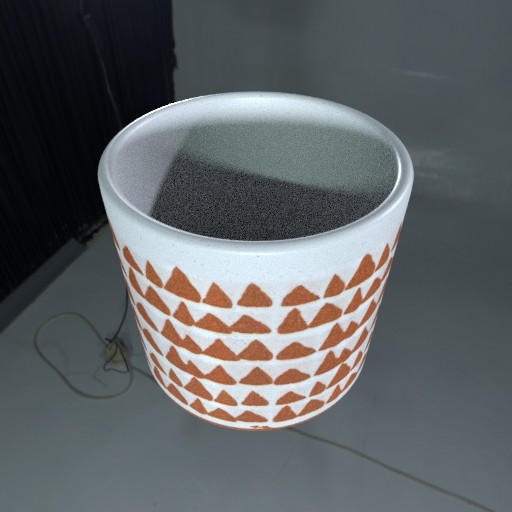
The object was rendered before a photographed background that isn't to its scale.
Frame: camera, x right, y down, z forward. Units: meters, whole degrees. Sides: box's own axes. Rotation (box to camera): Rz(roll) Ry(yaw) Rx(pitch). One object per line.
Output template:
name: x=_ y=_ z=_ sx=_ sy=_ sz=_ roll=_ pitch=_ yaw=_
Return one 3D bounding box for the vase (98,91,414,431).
vase: x=0.000 y=0.000 z=0.239 sx=0.137 sy=0.127 sz=0.137 roll=0 pitch=41 yaw=0
